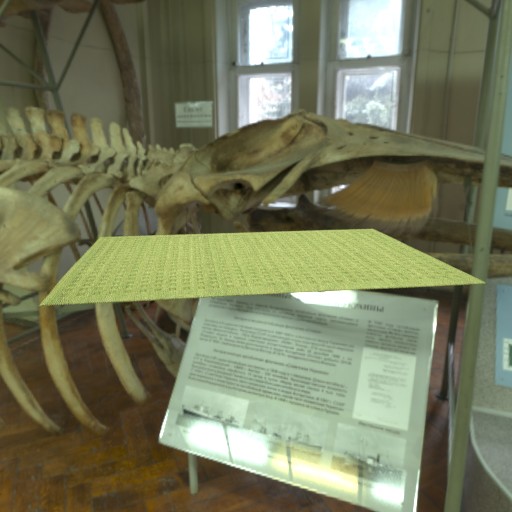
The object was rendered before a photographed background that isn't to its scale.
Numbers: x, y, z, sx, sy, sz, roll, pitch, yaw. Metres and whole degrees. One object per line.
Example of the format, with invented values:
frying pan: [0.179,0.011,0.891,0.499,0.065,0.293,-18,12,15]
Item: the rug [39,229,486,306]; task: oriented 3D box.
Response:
rug: [0.000,0.000,2.964,2.297,0.007,1.529,-2,15,-8]
